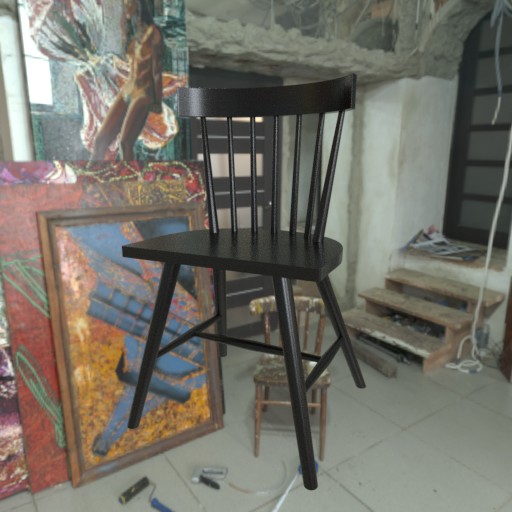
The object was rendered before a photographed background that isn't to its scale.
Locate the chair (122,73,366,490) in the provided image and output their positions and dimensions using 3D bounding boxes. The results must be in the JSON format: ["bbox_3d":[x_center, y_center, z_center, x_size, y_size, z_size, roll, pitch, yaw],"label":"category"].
[{"bbox_3d":[0.000,0.000,1.132,0.506,0.844,0.483,6,14,25],"label":"chair"}]
